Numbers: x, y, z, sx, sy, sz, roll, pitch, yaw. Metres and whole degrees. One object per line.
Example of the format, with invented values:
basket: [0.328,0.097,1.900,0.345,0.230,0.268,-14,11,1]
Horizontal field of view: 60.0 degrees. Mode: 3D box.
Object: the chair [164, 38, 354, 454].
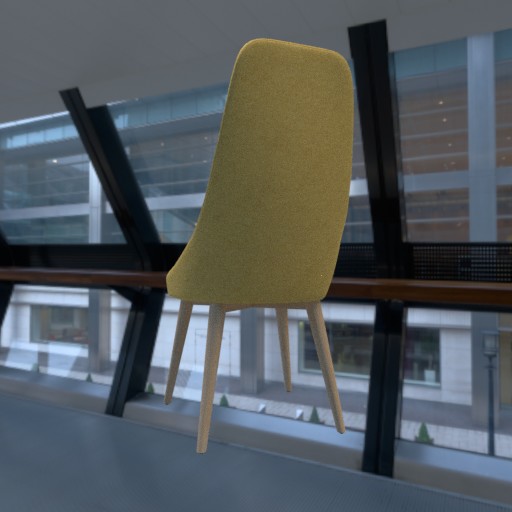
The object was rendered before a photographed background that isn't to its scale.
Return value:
chair: [0.000,0.000,1.387,0.510,1.040,0.660,0,-1,-19]
